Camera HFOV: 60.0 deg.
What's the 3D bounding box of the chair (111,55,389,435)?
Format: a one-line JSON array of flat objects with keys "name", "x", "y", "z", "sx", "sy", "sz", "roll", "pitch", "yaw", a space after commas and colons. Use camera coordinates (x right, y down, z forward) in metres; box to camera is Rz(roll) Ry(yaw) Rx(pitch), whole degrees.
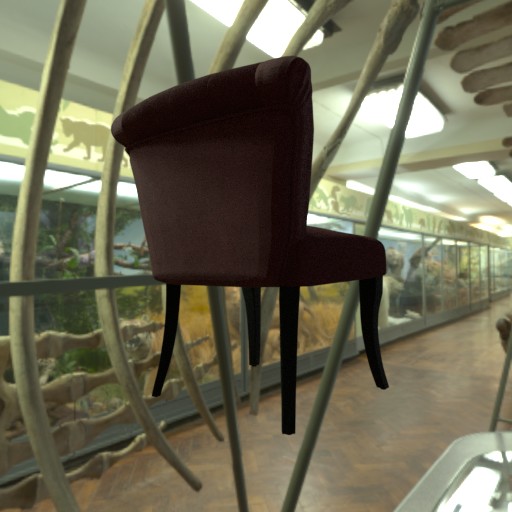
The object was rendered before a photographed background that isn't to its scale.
[{"name": "chair", "x": 0.000, "y": 0.000, "z": 1.178, "sx": 0.582, "sy": 0.750, "sz": 0.605, "roll": -1, "pitch": -2, "yaw": 38}]
